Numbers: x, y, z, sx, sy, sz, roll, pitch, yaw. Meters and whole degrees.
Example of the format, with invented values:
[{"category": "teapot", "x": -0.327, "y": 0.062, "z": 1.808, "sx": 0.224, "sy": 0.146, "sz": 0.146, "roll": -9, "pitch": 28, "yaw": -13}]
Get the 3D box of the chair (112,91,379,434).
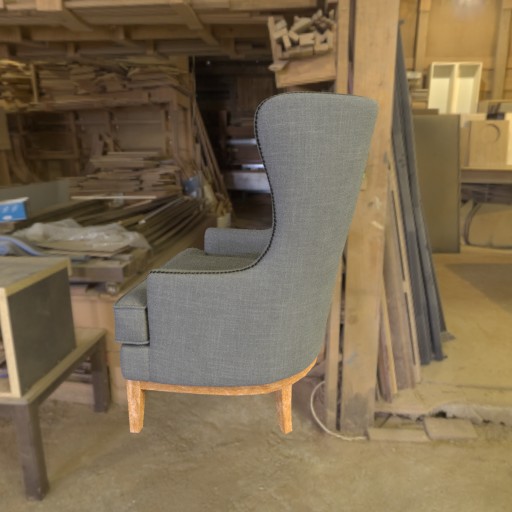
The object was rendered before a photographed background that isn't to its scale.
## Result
[{"category": "chair", "x": 0.000, "y": 0.000, "z": 1.798, "sx": 0.883, "sy": 1.176, "sz": 0.864, "roll": 2, "pitch": 15, "yaw": 8}]
